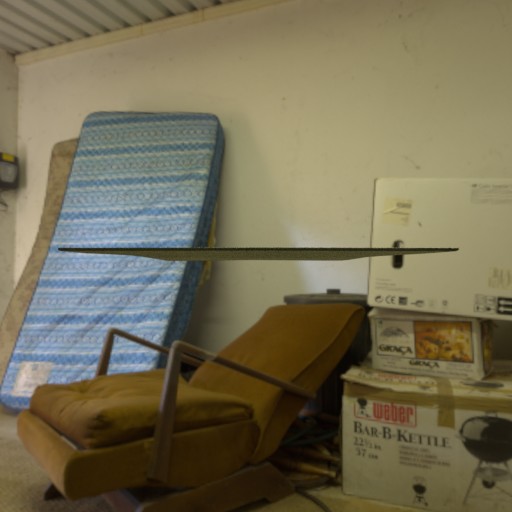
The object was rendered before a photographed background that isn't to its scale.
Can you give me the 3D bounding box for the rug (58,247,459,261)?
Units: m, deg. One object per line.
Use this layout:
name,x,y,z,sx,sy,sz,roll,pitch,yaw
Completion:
rug,0.000,0.000,5.103,2.802,0.052,4.078,0,-2,0
